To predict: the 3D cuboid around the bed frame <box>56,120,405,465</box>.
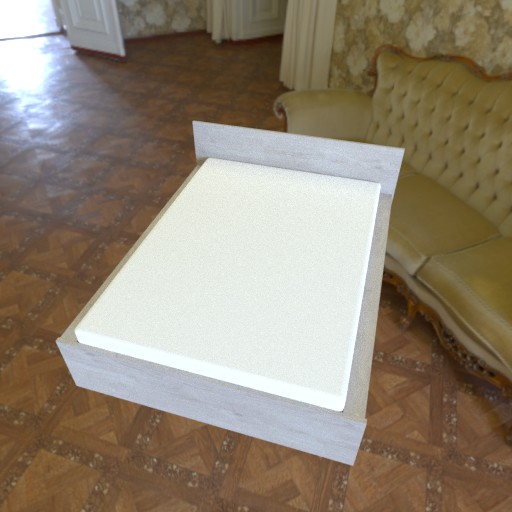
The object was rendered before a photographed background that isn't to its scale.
[{"bbox_3d":[0.000,0.000,2.884,1.622,0.800,1.960,11,42,13],"label":"bed frame"}]
